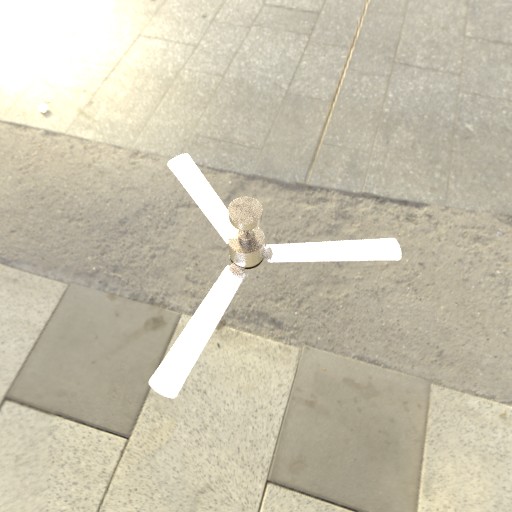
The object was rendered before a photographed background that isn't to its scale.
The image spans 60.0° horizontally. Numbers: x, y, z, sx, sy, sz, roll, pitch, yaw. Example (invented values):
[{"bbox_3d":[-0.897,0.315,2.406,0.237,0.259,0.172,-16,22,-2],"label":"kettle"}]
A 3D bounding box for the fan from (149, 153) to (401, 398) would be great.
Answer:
[{"bbox_3d":[0.000,0.000,2.329,1.561,0.446,1.531,13,60,8],"label":"fan"}]
